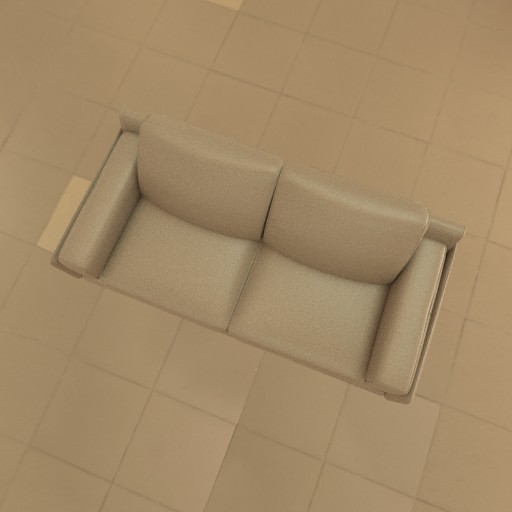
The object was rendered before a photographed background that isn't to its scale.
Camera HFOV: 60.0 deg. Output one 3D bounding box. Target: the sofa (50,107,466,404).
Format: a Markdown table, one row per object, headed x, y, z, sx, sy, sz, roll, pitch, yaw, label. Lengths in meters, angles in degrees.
| x | y | z | sx | sy | sz | roll | pitch | yaw | label |
| --- | --- | --- | --- | --- | --- | --- | --- | --- | --- |
| 0.000 | 0.000 | 2.570 | 2.101 | 0.930 | 1.049 | 20 | 77 | 5 | sofa |
